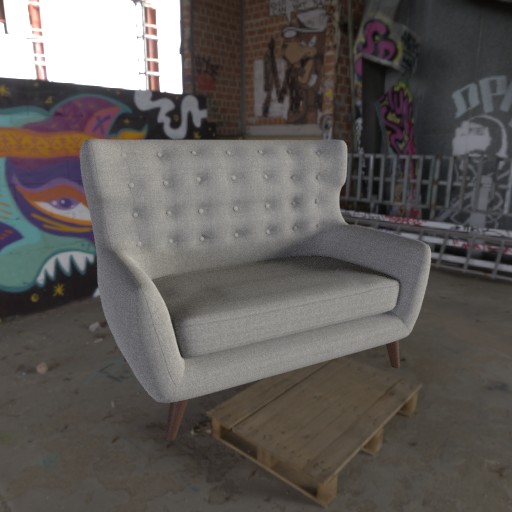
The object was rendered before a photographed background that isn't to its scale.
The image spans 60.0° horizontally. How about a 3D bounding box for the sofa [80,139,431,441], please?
[{"bbox_3d":[0.000,0.000,2.015,1.386,1.028,0.884,-8,16,-27],"label":"sofa"}]
